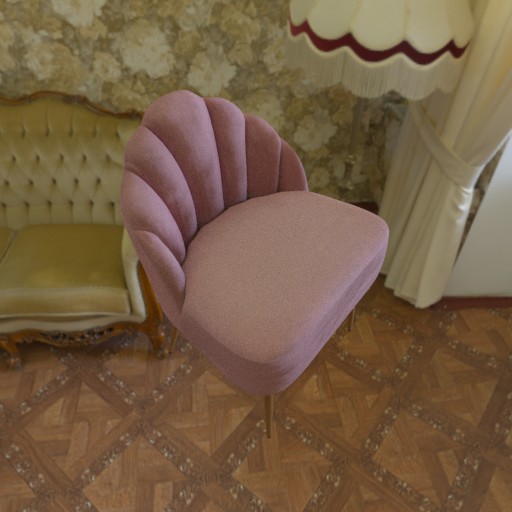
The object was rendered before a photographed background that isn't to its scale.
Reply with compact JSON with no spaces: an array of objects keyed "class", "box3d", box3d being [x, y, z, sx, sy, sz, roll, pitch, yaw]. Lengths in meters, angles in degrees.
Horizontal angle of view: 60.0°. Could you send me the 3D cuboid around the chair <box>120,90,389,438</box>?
[{"class":"chair","box3d":[0.000,0.000,1.291,0.599,0.819,0.657,27,48,27]}]
